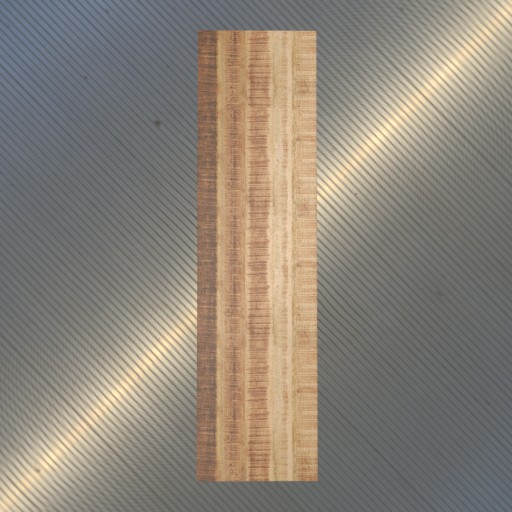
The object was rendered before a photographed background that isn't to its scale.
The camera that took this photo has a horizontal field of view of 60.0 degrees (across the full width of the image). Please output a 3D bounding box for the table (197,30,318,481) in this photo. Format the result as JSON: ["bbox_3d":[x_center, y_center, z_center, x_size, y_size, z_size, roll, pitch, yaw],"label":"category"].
[{"bbox_3d":[0.000,0.000,1.903,0.405,0.810,1.524,0,89,-1],"label":"table"}]
